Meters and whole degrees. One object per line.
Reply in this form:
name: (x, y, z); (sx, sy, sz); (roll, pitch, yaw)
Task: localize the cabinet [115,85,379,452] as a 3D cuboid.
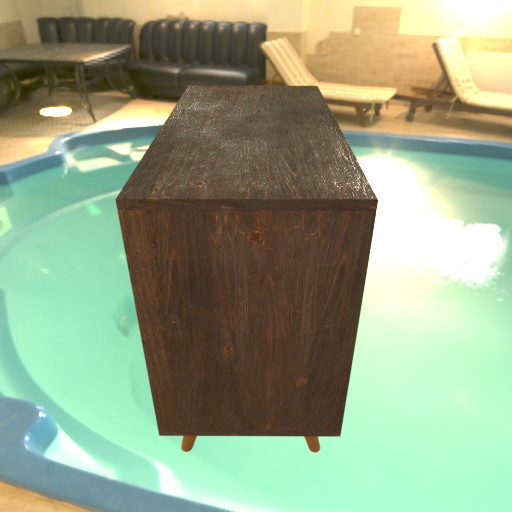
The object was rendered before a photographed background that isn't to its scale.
cabinet: (0.000, 0.000, 1.504); (0.529, 0.897, 1.023); (0, 32, 0)
